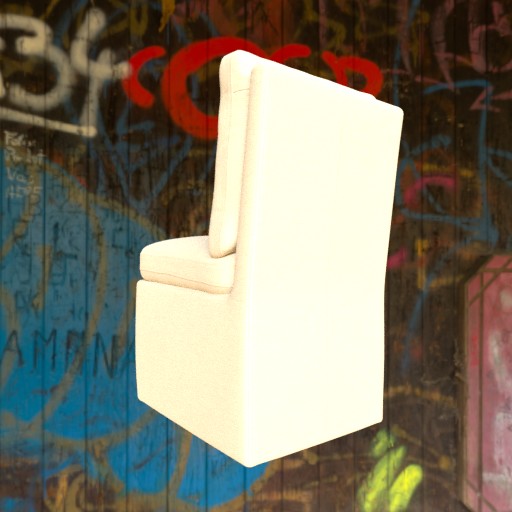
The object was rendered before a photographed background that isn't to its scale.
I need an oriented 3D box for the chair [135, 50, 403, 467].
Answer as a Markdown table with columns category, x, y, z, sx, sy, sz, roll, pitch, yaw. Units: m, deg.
| category | x | y | z | sx | sy | sz | roll | pitch | yaw |
| --- | --- | --- | --- | --- | --- | --- | --- | --- | --- |
| chair | 0.000 | 0.000 | 1.312 | 0.503 | 0.927 | 0.698 | 0 | -1 | -37 |
